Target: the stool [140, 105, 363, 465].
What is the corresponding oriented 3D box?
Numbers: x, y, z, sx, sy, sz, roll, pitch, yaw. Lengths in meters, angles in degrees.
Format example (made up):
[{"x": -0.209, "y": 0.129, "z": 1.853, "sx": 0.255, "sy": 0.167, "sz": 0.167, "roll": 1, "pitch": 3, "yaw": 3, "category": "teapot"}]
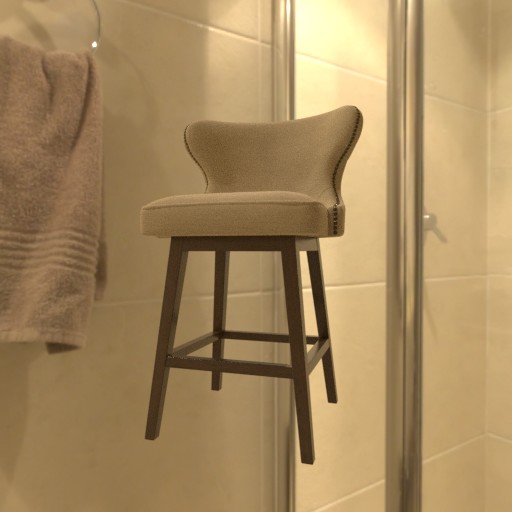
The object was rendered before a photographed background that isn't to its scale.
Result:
[{"x": 0.000, "y": 0.000, "z": 1.353, "sx": 0.615, "sy": 0.972, "sz": 0.597, "roll": 0, "pitch": 1, "yaw": 18, "category": "stool"}]
